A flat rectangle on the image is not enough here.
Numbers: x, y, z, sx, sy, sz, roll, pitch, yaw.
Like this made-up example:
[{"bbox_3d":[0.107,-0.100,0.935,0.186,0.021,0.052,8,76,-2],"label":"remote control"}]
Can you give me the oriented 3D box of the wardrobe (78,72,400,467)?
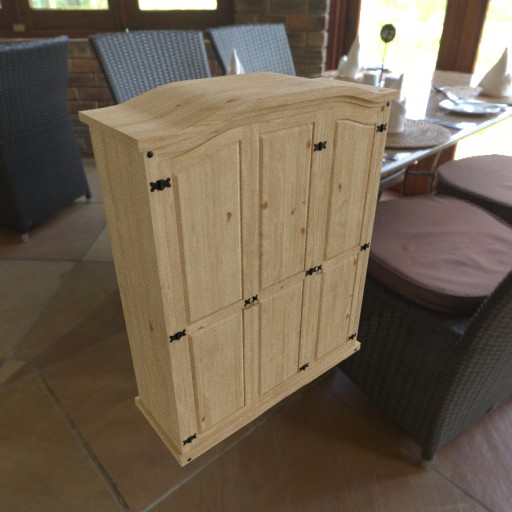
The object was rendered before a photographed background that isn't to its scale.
[{"bbox_3d":[0.000,0.000,2.547,1.500,1.870,0.570,-22,37,-33],"label":"wardrobe"}]
